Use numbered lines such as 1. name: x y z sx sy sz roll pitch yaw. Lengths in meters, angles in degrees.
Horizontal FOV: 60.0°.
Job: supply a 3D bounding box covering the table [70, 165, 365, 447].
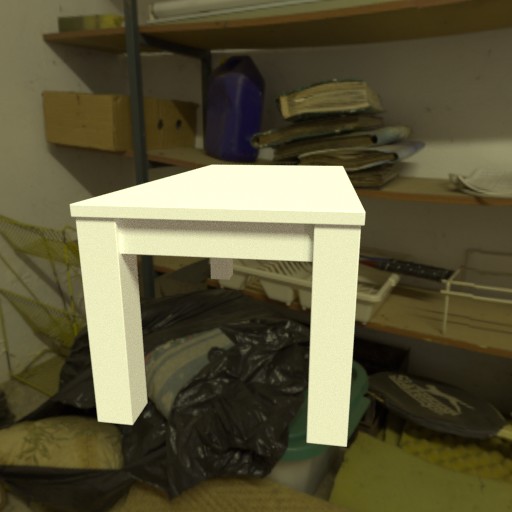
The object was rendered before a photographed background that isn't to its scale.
1. table: 0.000 0.000 2.276 0.900 0.790 1.800 2 16 8
